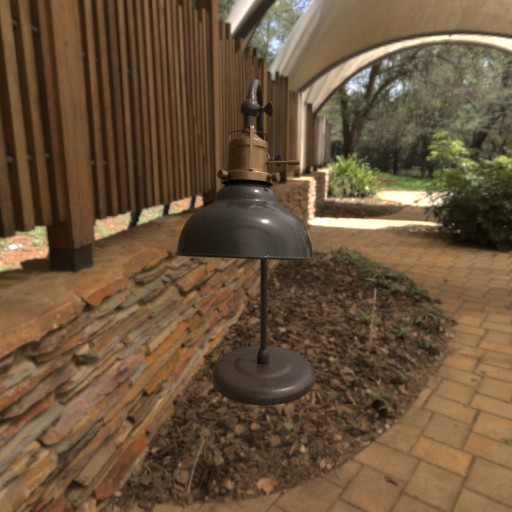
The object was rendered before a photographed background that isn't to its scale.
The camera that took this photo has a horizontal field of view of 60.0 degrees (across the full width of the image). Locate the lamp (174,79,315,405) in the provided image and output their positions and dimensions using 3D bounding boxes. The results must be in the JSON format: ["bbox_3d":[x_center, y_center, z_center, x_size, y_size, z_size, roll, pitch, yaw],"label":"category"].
[{"bbox_3d":[0.000,0.000,0.680,0.192,0.508,0.374,2,14,8],"label":"lamp"}]
